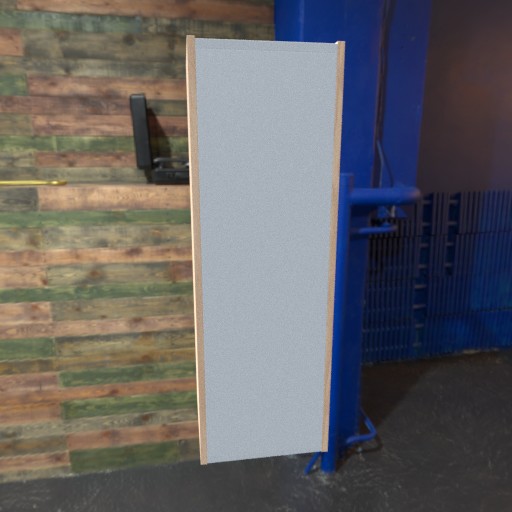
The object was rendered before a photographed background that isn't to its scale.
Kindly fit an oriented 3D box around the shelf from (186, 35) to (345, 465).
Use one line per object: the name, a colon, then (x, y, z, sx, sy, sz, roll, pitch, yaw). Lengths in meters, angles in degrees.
shelf: (0.000, 0.000, 1.068, 0.300, 0.900, 0.290, -2, 14, -9)
